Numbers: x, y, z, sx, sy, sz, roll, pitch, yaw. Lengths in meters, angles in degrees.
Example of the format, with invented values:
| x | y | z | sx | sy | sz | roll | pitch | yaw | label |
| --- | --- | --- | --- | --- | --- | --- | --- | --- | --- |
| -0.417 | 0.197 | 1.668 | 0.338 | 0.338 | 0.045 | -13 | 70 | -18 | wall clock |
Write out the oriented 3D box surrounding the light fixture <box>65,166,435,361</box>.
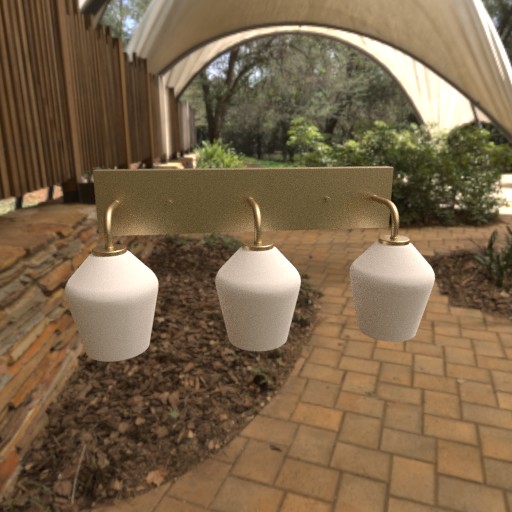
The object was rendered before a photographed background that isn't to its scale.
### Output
| x | y | z | sx | sy | sz | roll | pitch | yaw | label |
| --- | --- | --- | --- | --- | --- | --- | --- | --- | --- |
| 0.000 | 0.000 | 0.752 | 0.609 | 0.280 | 0.190 | -2 | 16 | -8 | light fixture |
